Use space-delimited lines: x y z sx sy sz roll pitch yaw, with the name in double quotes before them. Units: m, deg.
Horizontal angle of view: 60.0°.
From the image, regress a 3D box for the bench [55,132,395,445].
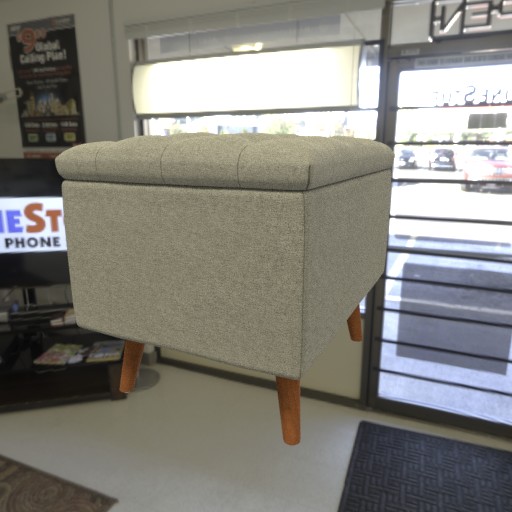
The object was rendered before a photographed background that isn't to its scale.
"bench" 0.000 0.000 0.878 0.417 0.469 0.572 7 16 25
